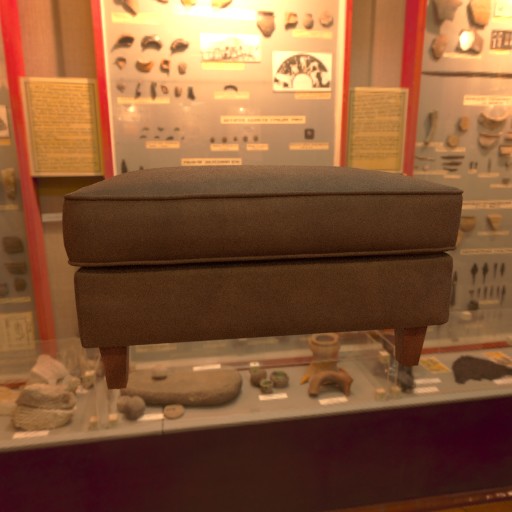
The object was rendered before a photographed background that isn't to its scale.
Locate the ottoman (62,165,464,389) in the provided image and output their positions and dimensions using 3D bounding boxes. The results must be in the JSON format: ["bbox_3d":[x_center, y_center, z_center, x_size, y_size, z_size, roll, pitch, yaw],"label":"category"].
[{"bbox_3d":[0.000,0.000,1.213,0.860,0.481,0.596,-2,14,-8],"label":"ottoman"}]
